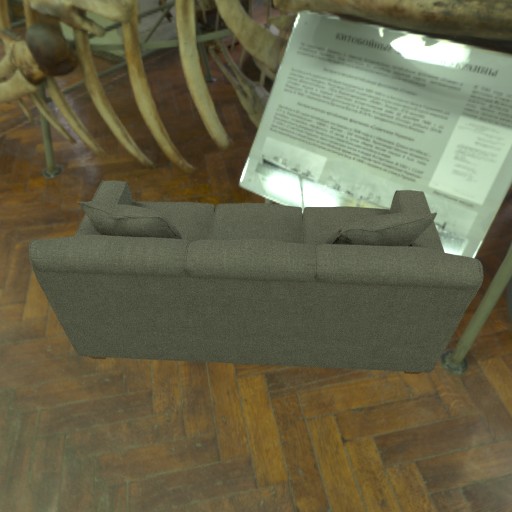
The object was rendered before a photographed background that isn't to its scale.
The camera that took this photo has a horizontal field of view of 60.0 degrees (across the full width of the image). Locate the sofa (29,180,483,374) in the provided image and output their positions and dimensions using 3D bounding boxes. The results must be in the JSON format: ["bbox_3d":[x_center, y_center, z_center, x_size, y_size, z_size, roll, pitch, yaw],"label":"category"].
[{"bbox_3d":[0.000,0.000,2.556,2.024,0.958,0.997,2,46,2],"label":"sofa"}]
